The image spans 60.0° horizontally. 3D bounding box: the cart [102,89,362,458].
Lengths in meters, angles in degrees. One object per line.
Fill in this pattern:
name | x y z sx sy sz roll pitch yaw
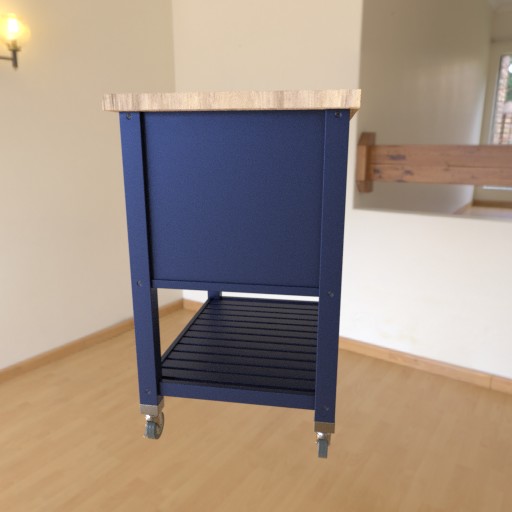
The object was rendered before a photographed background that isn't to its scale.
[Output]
cart | 0.000 0.000 1.438 0.567 0.920 0.797 2 14 9
